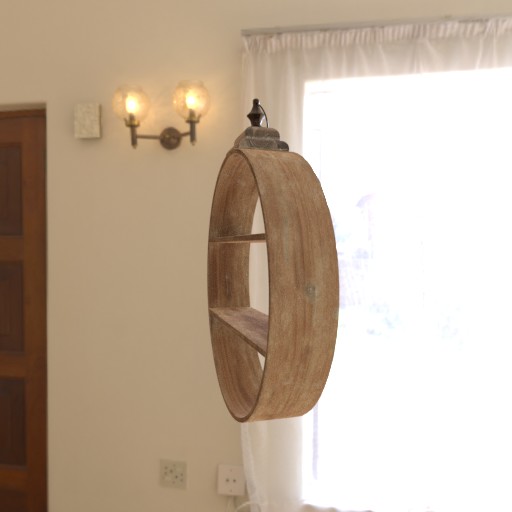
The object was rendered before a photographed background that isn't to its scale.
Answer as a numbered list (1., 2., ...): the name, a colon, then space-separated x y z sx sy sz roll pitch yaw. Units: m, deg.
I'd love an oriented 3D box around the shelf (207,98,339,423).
1. shelf: 0.000 0.000 1.029 0.125 0.725 0.601 0 1 -16
